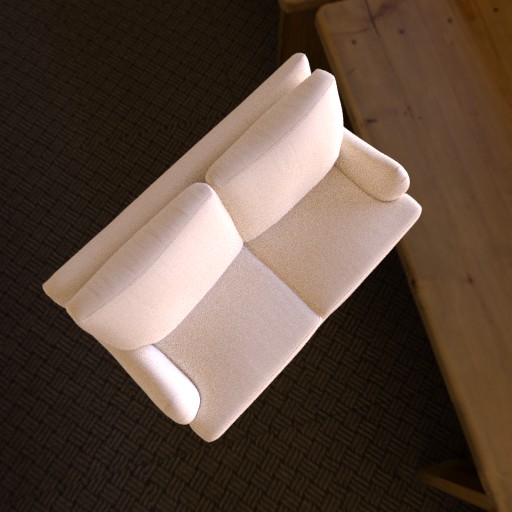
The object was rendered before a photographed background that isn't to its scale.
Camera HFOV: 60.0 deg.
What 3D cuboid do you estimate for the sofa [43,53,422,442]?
[{"bbox_3d":[0.000,0.000,2.543,1.084,1.101,1.853,43,79,10],"label":"sofa"}]
